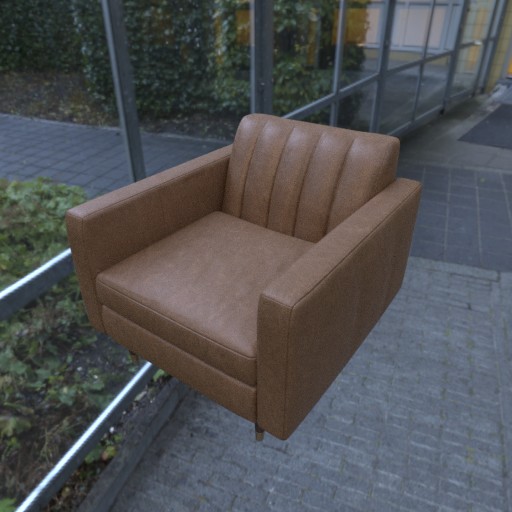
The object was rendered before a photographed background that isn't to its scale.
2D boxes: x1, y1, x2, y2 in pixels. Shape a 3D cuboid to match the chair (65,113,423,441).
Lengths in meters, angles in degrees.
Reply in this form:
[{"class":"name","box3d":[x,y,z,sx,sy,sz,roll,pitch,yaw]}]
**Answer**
[{"class":"chair","box3d":[0.000,0.000,1.708,0.953,0.819,0.998,20,37,30]}]
